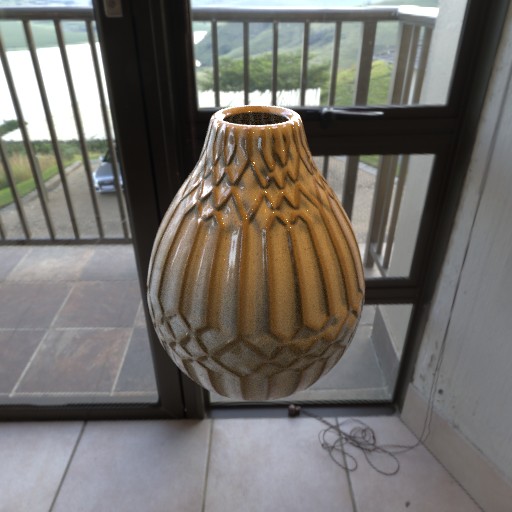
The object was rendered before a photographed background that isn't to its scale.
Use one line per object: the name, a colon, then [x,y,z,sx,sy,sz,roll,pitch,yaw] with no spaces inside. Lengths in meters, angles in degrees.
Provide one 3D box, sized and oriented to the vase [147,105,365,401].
vase: [0.000,0.000,0.320,0.159,0.200,0.159,0,32,0]
